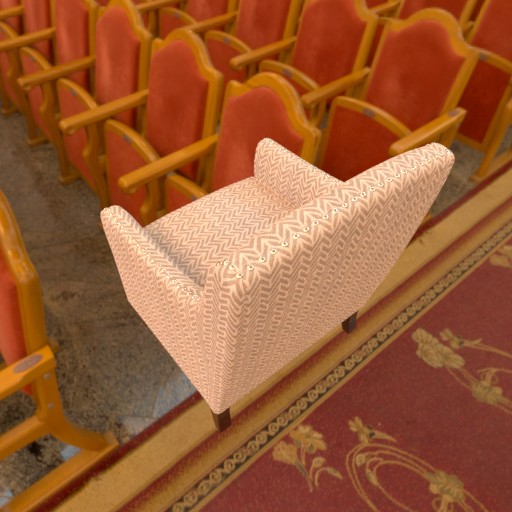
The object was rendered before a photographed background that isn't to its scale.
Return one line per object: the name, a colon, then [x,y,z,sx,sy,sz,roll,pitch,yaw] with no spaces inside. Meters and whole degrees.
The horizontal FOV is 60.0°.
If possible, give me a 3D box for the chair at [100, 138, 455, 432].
chair: [0.000,0.000,1.283,0.623,0.816,0.651,-30,53,-26]
